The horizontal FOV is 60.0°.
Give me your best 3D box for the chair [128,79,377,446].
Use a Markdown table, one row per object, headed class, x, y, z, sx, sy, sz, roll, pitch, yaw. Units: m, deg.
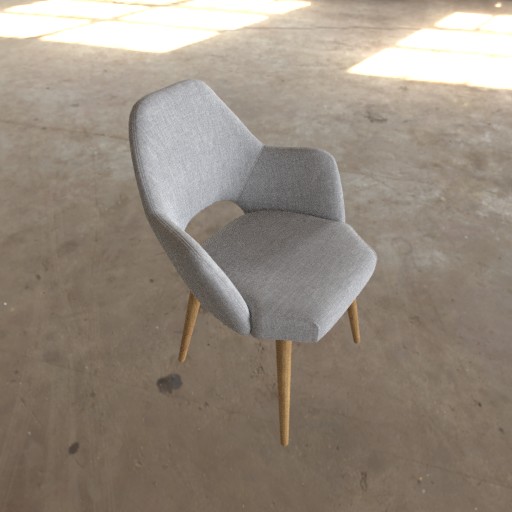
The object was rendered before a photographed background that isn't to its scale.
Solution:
| class | x | y | z | sx | sy | sz | roll | pitch | yaw |
| --- | --- | --- | --- | --- | --- | --- | --- | --- | --- |
| chair | 0.000 | 0.000 | 1.271 | 0.610 | 0.840 | 0.590 | 26 | 47 | 27 |
